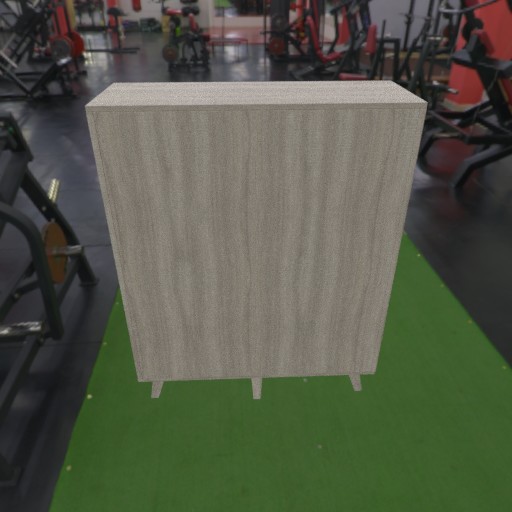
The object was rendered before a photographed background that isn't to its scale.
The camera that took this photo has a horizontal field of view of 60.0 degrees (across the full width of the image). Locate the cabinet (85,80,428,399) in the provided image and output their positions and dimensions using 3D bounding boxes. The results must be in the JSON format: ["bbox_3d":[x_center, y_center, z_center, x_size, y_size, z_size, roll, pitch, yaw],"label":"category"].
[{"bbox_3d":[0.000,0.000,1.961,1.111,1.388,0.398,-1,31,-2],"label":"cabinet"}]
